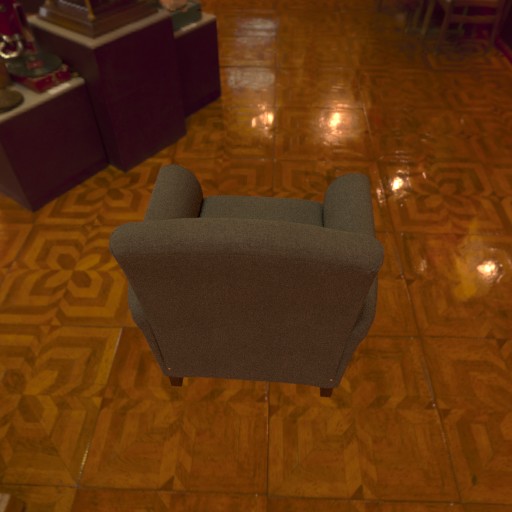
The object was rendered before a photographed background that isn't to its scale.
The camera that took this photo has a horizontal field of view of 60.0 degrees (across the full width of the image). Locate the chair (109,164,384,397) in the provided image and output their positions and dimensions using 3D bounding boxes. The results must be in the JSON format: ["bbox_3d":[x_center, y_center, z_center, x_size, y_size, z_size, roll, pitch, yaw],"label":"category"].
[{"bbox_3d":[0.000,0.000,1.807,0.978,1.061,0.905,3,47,3],"label":"chair"}]
